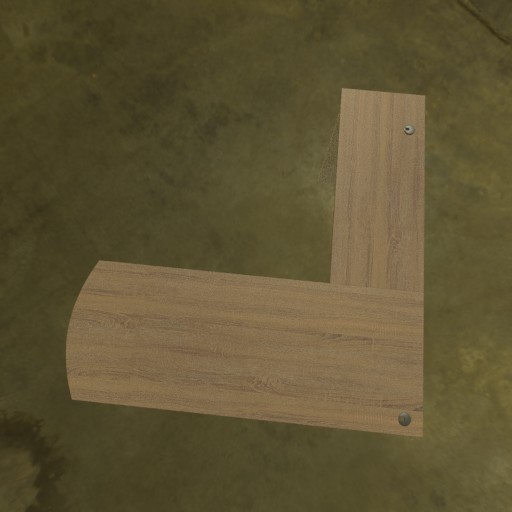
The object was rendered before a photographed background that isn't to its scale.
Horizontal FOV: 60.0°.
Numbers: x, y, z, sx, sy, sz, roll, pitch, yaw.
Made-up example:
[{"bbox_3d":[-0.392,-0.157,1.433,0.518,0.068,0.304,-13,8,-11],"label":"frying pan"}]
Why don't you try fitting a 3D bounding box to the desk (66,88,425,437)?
[{"bbox_3d":[0.000,0.000,2.068,1.303,0.716,1.361,6,75,1],"label":"desk"}]
